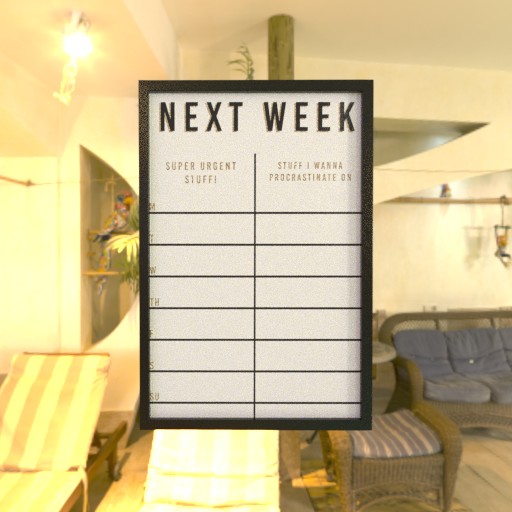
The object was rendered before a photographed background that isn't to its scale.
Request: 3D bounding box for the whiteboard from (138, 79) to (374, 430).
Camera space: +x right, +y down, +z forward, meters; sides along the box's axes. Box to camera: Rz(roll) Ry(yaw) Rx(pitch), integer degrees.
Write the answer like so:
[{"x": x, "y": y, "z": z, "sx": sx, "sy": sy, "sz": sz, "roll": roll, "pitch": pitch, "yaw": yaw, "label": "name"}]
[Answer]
[{"x": 0.000, "y": 0.000, "z": 0.782, "sx": 0.406, "sy": 0.611, "sz": 0.026, "roll": 0, "pitch": 1, "yaw": 0, "label": "whiteboard"}]
